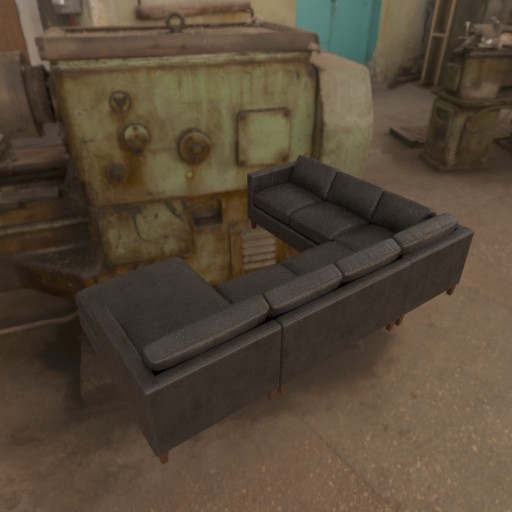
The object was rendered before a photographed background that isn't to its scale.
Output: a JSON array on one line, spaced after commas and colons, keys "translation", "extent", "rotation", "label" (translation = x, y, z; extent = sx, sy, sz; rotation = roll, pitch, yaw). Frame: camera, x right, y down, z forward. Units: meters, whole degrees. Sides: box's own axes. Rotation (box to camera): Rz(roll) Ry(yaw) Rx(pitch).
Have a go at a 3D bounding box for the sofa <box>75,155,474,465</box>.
[{"translation": [0.000, 0.000, 4.342], "extent": [3.324, 0.891, 2.452], "rotation": [-21, 38, -30], "label": "sofa"}]
